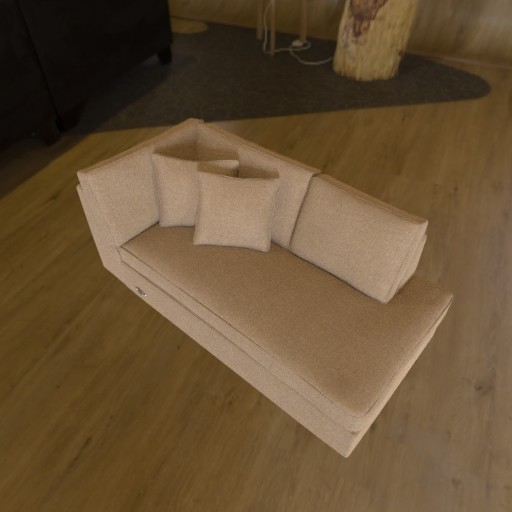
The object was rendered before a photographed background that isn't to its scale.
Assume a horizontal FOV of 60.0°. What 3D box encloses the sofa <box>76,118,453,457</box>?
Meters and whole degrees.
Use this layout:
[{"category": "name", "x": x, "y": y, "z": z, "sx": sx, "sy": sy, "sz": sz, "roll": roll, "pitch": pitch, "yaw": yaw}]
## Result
[{"category": "sofa", "x": 0.000, "y": 0.000, "z": 2.860, "sx": 2.238, "sy": 1.019, "sz": 1.110, "roll": 31, "pitch": 52, "yaw": 28}]
